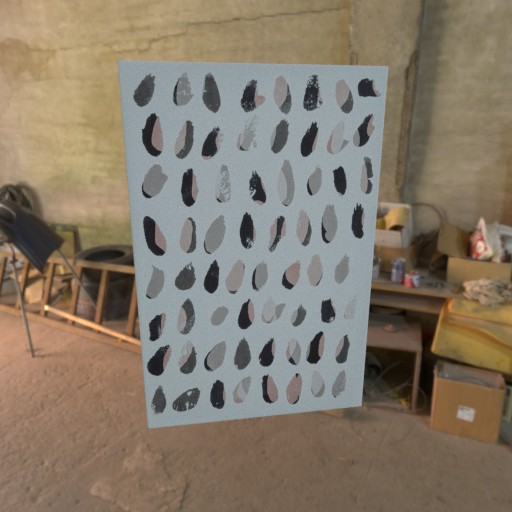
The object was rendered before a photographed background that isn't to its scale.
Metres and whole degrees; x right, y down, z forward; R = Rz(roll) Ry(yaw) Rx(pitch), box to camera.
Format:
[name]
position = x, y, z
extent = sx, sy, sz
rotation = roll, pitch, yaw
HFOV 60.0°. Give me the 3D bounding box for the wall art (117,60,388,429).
[wall art]
position = 0.000, 0.000, 0.480
extent = 0.252, 0.381, 0.039
rotation = -3, 17, -9
